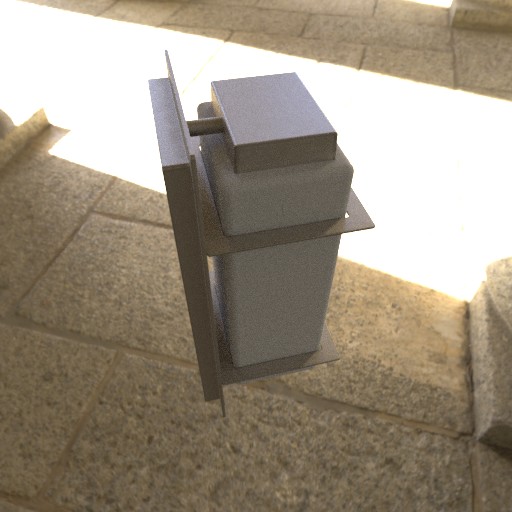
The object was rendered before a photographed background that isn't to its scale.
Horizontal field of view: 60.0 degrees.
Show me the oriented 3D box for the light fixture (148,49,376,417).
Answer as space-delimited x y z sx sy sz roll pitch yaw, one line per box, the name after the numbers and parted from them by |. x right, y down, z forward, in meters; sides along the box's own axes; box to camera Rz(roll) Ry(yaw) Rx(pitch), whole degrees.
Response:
0.000 0.000 0.475 0.160 0.380 0.168 -10 48 -9 | light fixture
